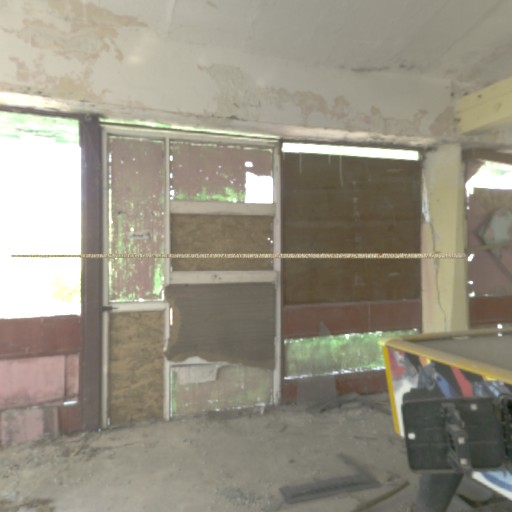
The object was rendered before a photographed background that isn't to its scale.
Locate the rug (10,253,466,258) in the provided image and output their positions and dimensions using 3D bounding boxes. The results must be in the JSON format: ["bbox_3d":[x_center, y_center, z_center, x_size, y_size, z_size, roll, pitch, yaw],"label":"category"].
[{"bbox_3d":[0.000,0.000,3.880,3.001,0.025,2.401,0,0,16],"label":"rug"}]
